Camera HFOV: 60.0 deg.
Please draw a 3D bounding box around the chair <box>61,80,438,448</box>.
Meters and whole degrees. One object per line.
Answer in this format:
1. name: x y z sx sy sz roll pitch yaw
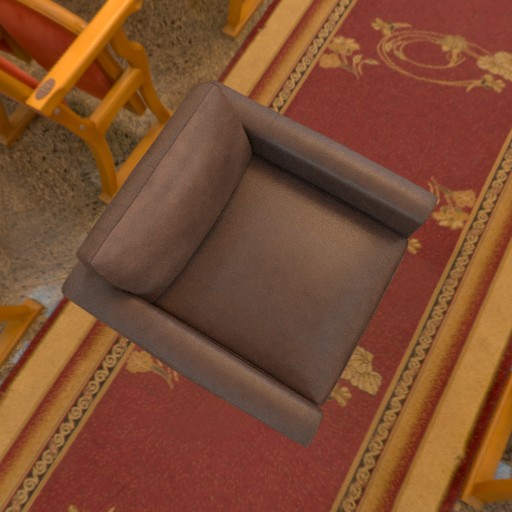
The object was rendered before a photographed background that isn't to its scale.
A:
1. chair: 0.000 0.000 1.815 1.069 0.812 1.100 30 78 7
